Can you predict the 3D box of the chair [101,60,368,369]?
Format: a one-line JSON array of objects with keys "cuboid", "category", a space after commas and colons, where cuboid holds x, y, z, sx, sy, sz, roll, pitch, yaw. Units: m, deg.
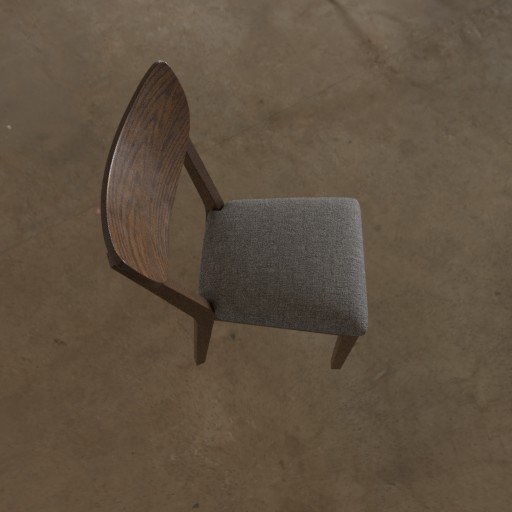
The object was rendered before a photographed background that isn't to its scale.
[{"cuboid": [0.000, 0.000, 1.194, 0.583, 0.849, 0.491, 2, 63, 1], "category": "chair"}]
